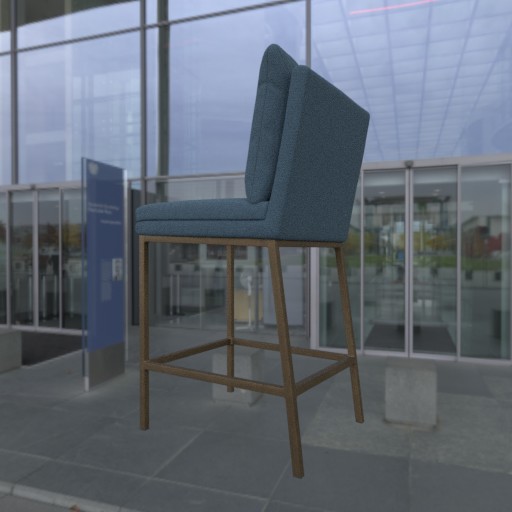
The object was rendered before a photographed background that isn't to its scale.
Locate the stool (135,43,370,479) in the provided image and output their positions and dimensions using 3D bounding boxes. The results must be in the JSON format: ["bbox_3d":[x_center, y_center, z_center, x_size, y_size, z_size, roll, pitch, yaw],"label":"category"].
[{"bbox_3d":[0.000,0.000,1.349,0.568,1.032,0.463,0,1,34],"label":"stool"}]
